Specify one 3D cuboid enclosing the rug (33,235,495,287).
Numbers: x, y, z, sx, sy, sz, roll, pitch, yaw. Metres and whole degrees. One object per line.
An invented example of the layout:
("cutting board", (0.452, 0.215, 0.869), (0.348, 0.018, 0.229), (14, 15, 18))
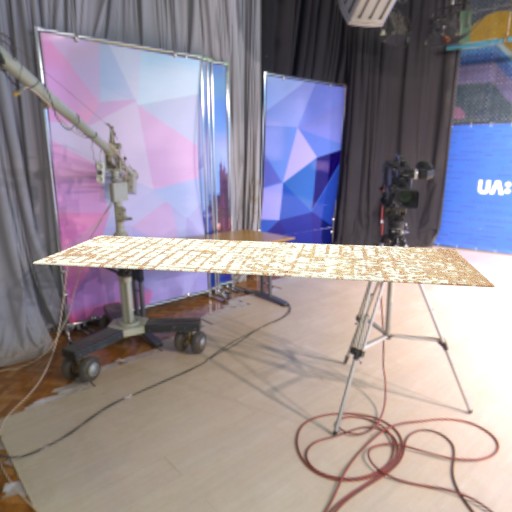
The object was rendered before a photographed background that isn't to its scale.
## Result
("rug", (0.000, 0.000, 2.661), (2.435, 0.011, 0.750), (2, 15, 9))
